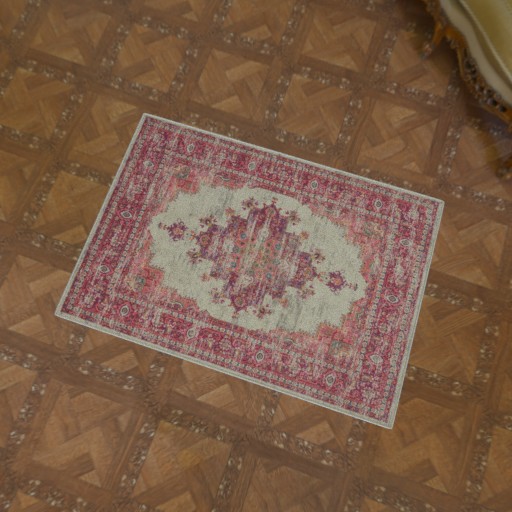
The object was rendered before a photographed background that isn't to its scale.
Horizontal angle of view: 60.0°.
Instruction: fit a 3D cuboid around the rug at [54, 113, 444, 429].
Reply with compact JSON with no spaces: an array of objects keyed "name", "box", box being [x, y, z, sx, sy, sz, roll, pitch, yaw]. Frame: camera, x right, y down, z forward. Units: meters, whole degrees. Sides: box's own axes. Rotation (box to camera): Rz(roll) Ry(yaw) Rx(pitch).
[{"name":"rug","box":[0.000,0.000,3.808,2.878,0.014,2.005,18,76,5]}]
